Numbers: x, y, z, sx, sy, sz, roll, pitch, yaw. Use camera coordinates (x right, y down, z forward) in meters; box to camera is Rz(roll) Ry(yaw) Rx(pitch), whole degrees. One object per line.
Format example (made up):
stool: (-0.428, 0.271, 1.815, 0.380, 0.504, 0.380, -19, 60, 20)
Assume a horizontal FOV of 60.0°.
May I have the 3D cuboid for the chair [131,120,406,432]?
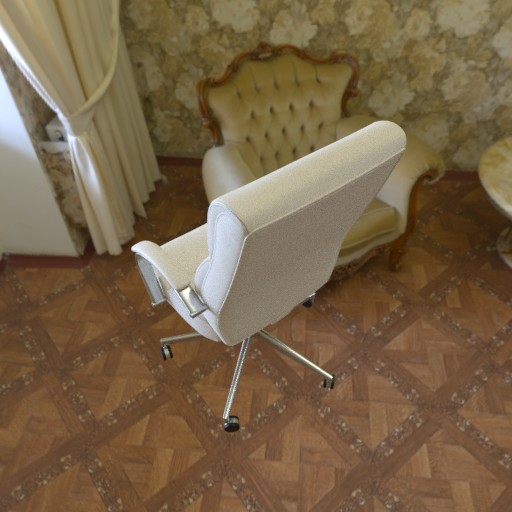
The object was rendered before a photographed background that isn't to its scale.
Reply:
chair: (0.000, 0.000, 1.575, 0.727, 1.099, 0.745, -30, 52, -27)
